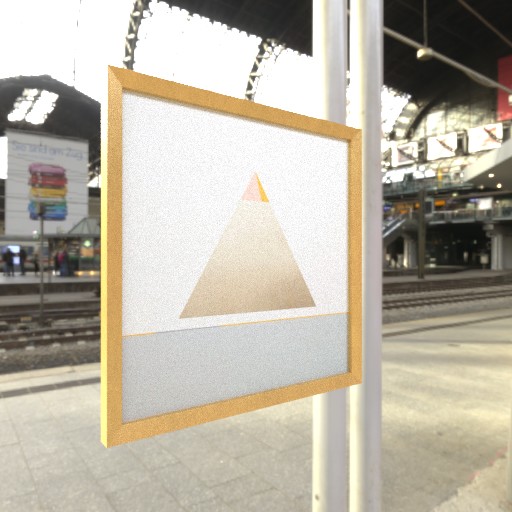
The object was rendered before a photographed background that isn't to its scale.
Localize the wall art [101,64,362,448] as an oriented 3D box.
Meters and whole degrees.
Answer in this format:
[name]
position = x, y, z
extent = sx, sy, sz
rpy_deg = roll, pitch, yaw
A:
[wall art]
position = 0.000, 0.000, 2.845
extent = 1.935, 1.936, 0.097
rpy_deg = 0, 0, -36
